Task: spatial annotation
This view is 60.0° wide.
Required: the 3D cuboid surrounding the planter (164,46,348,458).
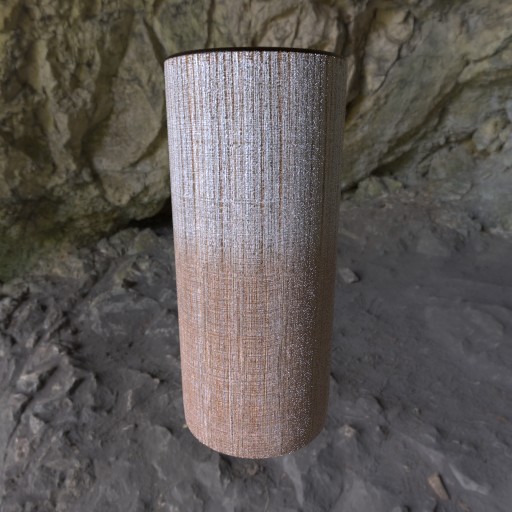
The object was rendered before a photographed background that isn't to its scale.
[{"bbox_3d":[0.000,0.000,0.279,0.100,0.227,0.100,9,19,26],"label":"planter"}]
